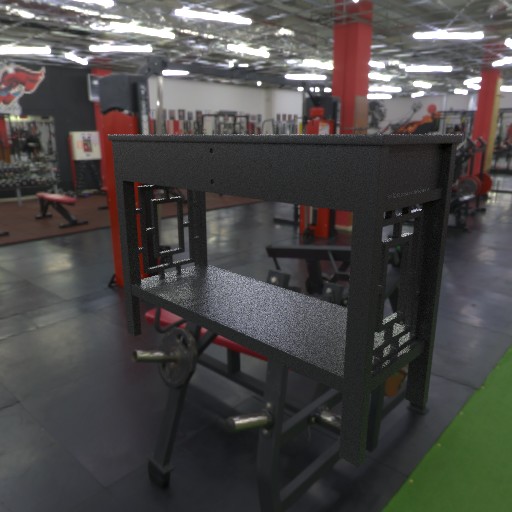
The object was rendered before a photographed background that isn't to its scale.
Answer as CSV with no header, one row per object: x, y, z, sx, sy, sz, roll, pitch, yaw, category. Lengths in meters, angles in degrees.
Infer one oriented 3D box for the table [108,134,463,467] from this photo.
0.000,0.000,1.426,1.068,0.753,0.397,15,21,43,table
